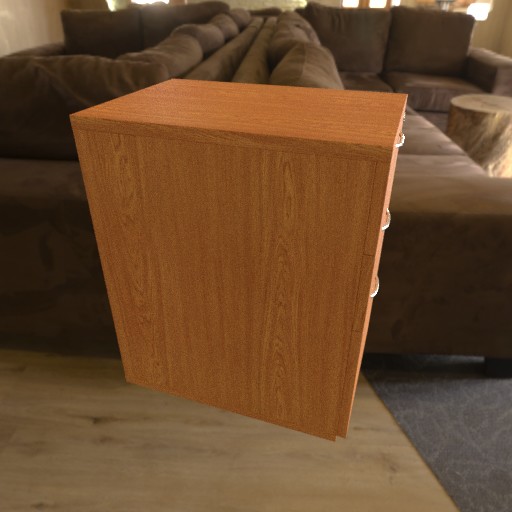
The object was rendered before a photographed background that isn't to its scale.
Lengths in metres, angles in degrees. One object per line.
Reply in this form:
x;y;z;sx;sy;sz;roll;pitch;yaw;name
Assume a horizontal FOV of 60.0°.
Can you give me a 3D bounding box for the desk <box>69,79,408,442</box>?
0.000;0.000;1.098;0.600;0.730;0.404;10;33;16;desk
